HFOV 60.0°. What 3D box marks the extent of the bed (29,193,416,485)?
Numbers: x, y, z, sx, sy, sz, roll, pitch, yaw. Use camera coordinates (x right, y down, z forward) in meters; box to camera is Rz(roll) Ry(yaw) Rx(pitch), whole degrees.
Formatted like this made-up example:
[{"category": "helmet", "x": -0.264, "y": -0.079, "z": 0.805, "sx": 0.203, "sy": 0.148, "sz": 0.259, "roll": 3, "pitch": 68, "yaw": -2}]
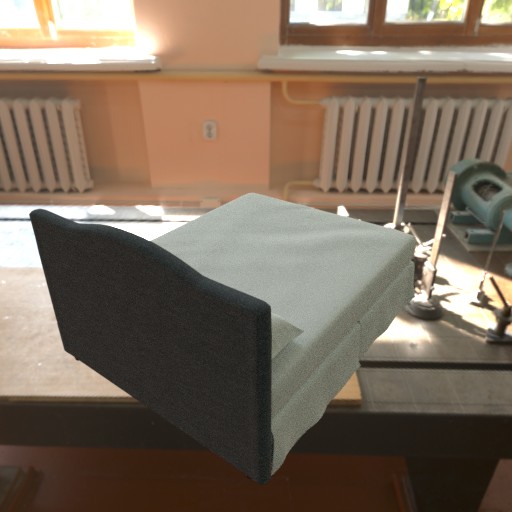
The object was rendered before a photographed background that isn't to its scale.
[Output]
[{"category": "bed", "x": 0.000, "y": 0.000, "z": 3.861, "sx": 2.161, "sy": 1.457, "sz": 2.689, "roll": 20, "pitch": 35, "yaw": 31}]
